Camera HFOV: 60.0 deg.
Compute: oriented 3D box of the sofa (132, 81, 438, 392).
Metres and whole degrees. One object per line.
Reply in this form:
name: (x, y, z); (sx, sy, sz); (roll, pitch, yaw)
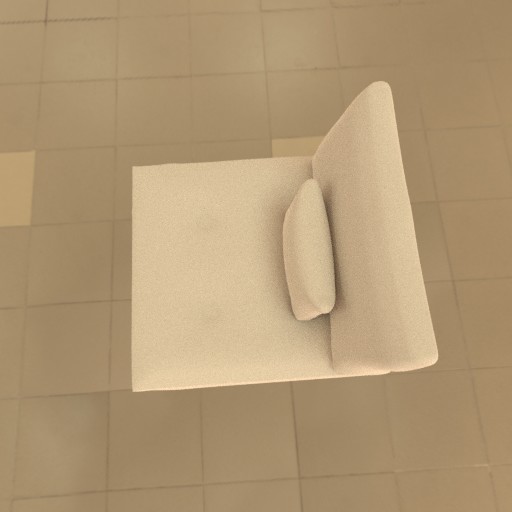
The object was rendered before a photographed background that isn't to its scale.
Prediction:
sofa: (0.000, 0.000, 1.683); (1.000, 0.828, 0.935); (-4, 74, -1)
